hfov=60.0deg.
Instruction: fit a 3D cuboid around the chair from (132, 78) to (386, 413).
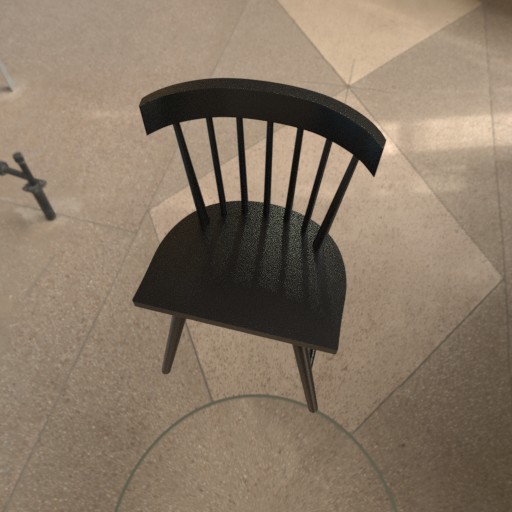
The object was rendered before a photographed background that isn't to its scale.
[{"bbox_3d":[0.000,0.000,1.151,0.506,0.844,0.483,12,58,8],"label":"chair"}]
